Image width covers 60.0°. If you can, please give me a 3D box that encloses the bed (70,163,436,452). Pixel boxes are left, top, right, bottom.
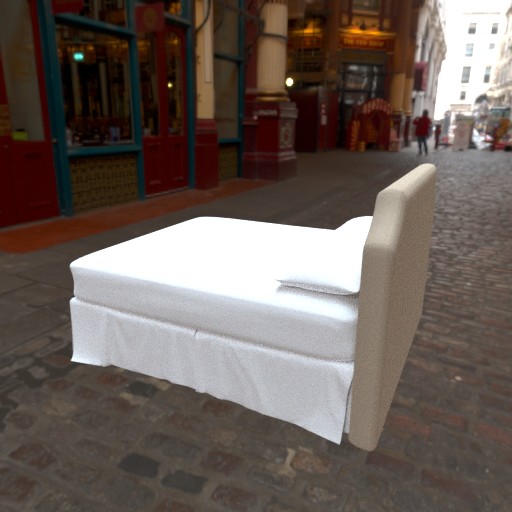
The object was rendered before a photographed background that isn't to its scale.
[{"bbox_3d":[0.000,0.000,3.231,2.204,1.301,1.828,8,19,25],"label":"bed"}]
